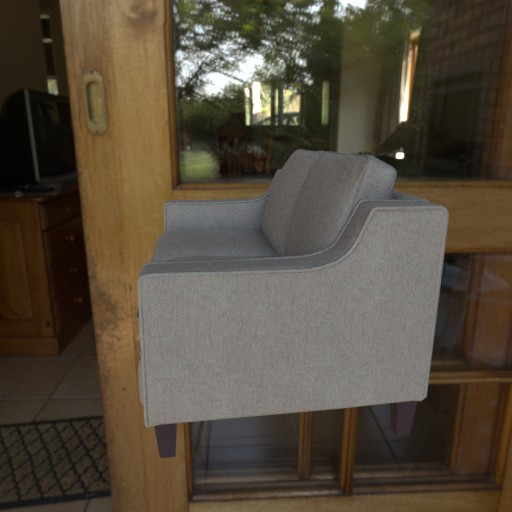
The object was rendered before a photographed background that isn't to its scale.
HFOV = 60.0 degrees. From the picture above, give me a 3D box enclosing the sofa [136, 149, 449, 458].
[{"bbox_3d":[0.000,0.000,2.087,0.985,0.981,1.503,-2,16,-8],"label":"sofa"}]
